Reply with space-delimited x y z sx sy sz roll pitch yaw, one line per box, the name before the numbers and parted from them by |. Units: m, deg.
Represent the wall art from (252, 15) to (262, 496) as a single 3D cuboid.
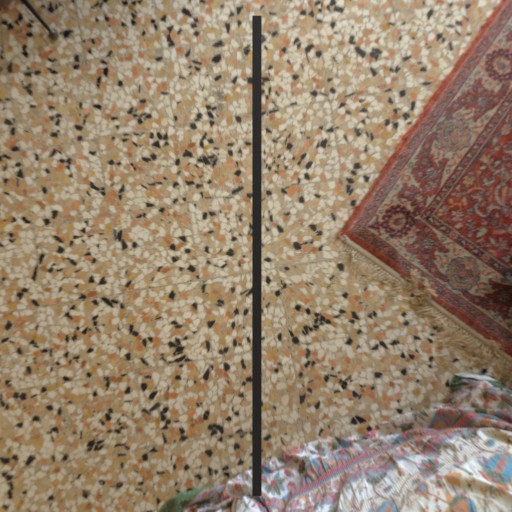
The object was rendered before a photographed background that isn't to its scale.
wall art | 0.000 0.000 0.842 0.013 0.458 0.664 0 90 0
